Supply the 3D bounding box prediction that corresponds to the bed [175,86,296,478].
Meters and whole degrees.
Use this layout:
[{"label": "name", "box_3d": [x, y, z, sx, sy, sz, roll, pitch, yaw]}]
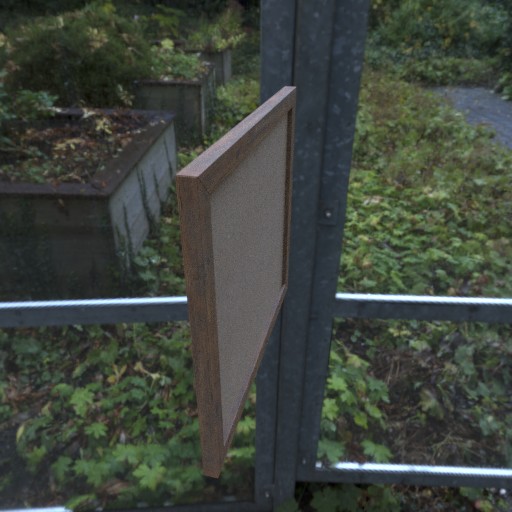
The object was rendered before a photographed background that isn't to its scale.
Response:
[{"label": "bed", "box_3d": [0.000, 0.000, 1.526, 0.046, 0.942, 1.046, 8, 31, 13]}]
